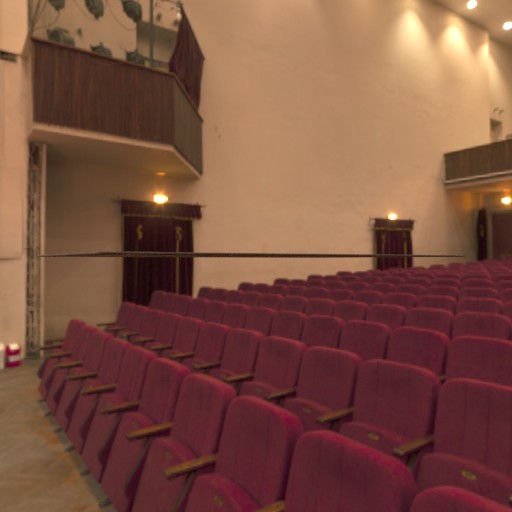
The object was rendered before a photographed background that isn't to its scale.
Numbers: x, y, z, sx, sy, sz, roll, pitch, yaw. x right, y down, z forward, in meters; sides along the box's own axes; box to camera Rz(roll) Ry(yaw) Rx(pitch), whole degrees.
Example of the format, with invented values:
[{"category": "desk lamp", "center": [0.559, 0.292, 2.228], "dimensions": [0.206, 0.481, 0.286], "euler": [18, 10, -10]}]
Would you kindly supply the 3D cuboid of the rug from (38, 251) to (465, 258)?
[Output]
[{"category": "rug", "center": [0.000, 0.000, 3.009], "dimensions": [2.476, 0.011, 1.554], "euler": [0, -1, -34]}]
